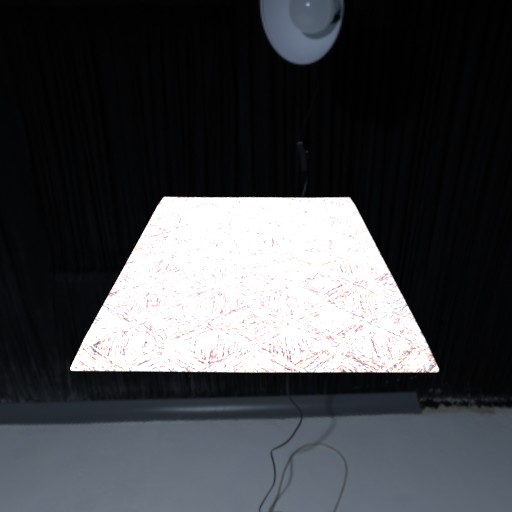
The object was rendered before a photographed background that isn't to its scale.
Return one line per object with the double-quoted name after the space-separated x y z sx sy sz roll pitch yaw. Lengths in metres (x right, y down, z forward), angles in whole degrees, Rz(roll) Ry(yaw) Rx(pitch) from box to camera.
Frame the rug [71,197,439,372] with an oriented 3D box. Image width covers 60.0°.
0.000 0.000 4.292 2.436 0.024 3.226 0 28 0 "rug"
